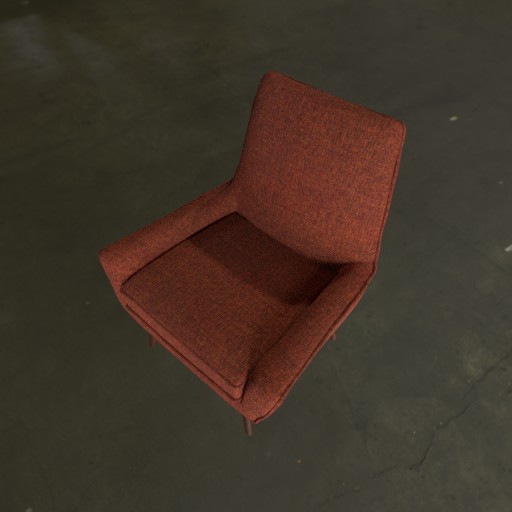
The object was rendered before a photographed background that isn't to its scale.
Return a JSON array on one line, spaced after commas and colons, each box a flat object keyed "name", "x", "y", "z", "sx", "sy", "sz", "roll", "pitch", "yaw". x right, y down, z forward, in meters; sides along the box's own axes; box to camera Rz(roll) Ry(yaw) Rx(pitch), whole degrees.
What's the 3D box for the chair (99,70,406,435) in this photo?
[{"name": "chair", "x": 0.000, "y": 0.000, "z": 1.516, "sx": 0.803, "sy": 0.911, "sz": 0.784, "roll": 33, "pitch": 56, "yaw": 27}]
